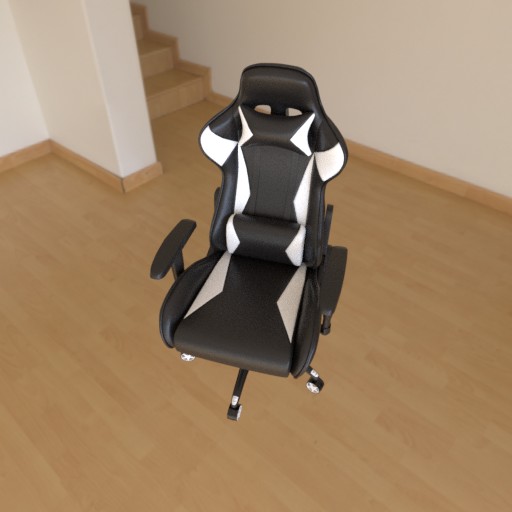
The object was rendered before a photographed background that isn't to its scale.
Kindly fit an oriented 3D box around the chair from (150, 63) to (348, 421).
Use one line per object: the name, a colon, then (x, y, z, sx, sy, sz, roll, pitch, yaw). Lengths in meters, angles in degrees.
chair: (0.000, 0.000, 1.731, 0.730, 1.285, 0.695, 11, 42, 12)
